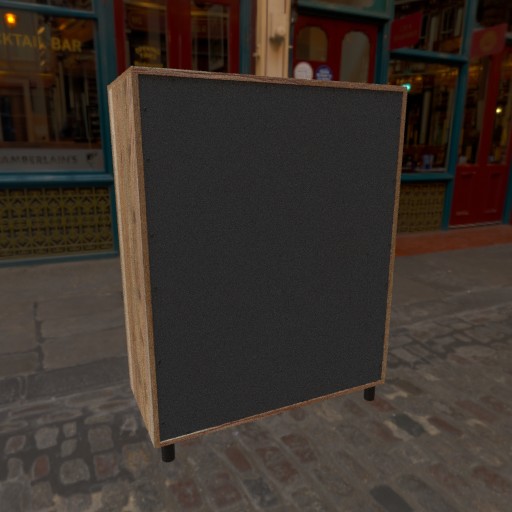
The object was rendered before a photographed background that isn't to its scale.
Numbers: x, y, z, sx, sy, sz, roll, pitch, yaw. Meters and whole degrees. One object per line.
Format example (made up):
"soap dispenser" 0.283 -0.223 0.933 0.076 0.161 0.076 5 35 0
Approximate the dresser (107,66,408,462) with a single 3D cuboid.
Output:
"dresser" 0.000 0.000 1.732 0.966 1.243 0.480 -7 15 -25
